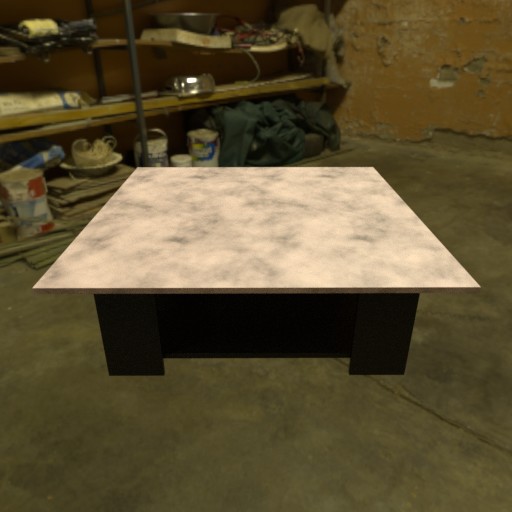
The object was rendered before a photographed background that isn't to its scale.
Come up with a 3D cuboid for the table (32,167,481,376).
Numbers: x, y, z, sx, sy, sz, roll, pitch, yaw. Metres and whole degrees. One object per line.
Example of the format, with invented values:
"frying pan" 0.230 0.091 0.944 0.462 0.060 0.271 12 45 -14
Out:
"table" 0.000 0.000 1.344 0.890 0.305 0.890 0 27 0
